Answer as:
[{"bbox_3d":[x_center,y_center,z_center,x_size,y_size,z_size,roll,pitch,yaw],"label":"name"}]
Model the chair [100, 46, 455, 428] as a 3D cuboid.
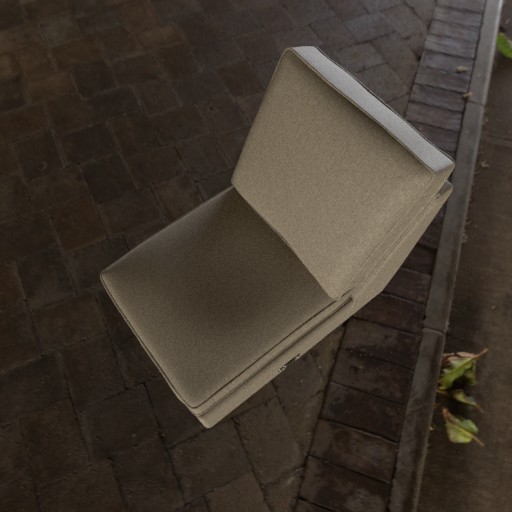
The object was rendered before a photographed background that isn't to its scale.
[{"bbox_3d":[0.000,0.000,1.632,1.020,1.058,0.674,-35,69,-16],"label":"chair"}]
